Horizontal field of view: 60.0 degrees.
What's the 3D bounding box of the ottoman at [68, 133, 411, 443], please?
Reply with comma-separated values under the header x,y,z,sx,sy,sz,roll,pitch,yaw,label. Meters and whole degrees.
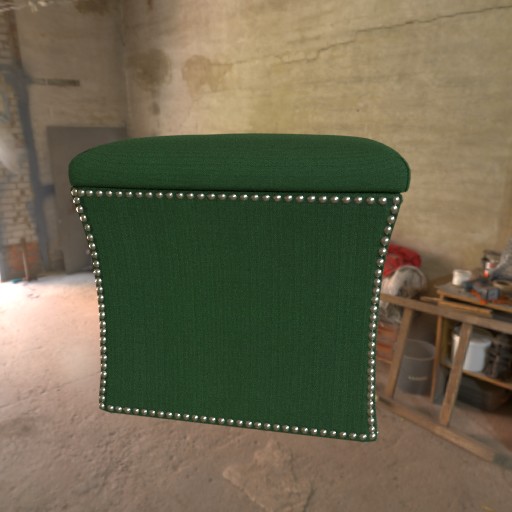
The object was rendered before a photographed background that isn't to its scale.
x,y,z,sx,sy,sz,roll,pitch,yaw,label
0.000,0.000,0.889,0.507,0.475,0.497,3,16,10,ottoman
